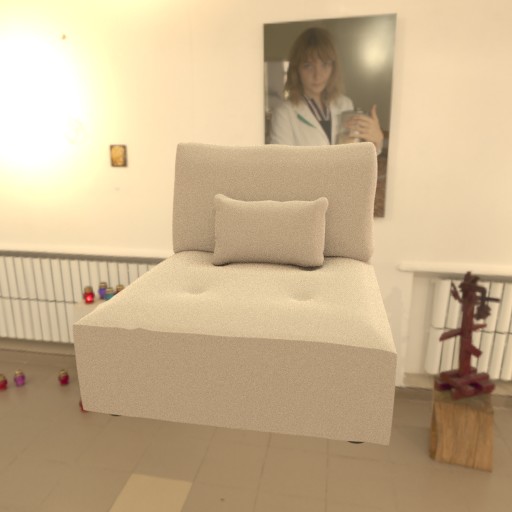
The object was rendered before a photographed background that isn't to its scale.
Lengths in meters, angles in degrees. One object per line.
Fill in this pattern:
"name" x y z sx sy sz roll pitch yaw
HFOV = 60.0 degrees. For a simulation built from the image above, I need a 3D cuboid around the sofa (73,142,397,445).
"sofa" 0.000 0.000 1.676 0.935 0.828 1.000 3 15 10
